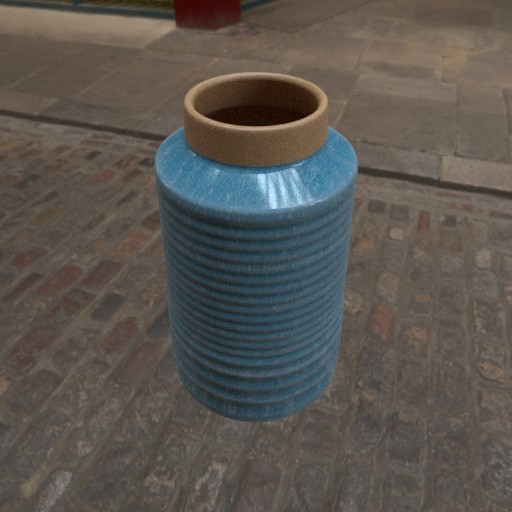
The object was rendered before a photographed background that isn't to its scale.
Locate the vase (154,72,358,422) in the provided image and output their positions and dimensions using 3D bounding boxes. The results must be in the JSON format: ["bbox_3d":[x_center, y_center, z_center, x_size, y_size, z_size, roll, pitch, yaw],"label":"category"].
[{"bbox_3d":[0.000,0.000,0.366,0.163,0.267,0.163,0,42,0],"label":"vase"}]
